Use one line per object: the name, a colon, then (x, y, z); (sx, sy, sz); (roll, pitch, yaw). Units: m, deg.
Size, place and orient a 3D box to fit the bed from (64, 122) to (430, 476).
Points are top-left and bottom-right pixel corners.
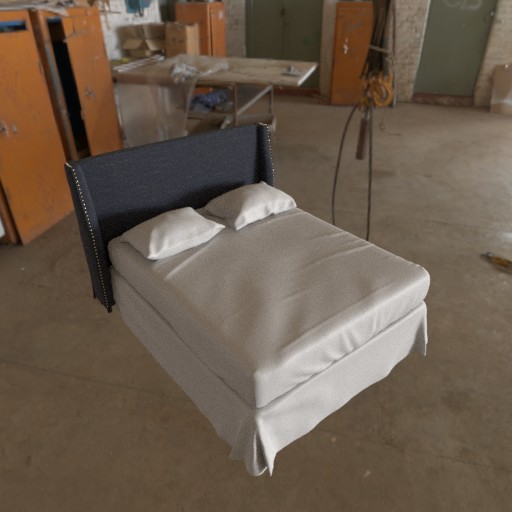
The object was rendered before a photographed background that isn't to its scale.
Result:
bed: (0.000, 0.000, 3.409); (1.925, 1.332, 2.276); (-23, 38, -33)
